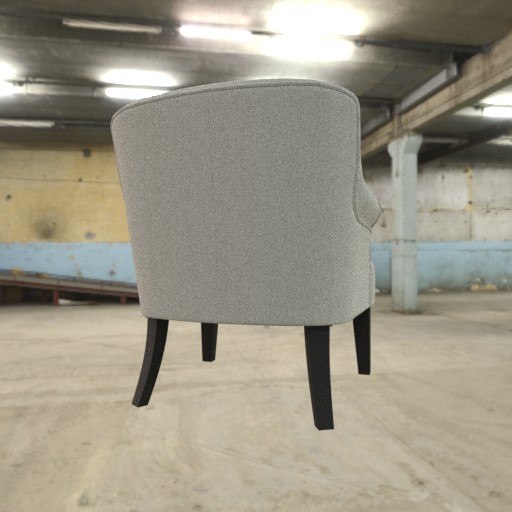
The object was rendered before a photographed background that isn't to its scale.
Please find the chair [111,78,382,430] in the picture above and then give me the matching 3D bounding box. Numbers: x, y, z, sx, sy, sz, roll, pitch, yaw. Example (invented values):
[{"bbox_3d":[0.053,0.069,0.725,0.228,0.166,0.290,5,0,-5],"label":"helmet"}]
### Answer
[{"bbox_3d":[0.000,0.000,1.460,0.781,0.875,0.750,0,0,19],"label":"chair"}]
